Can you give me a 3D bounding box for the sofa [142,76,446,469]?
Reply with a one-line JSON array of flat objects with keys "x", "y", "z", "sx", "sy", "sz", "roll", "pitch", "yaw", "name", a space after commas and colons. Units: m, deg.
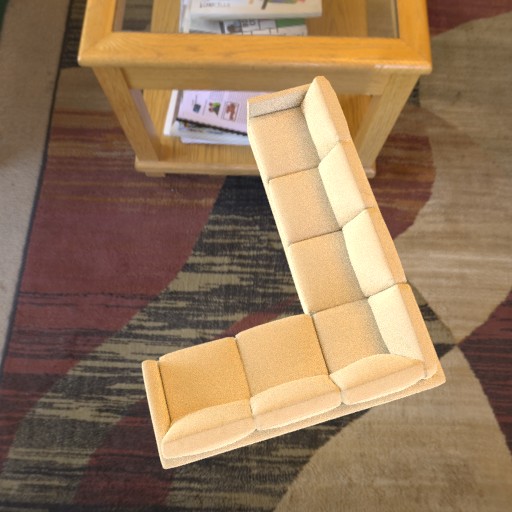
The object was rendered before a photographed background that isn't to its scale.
[{"x": 0.000, "y": 0.000, "z": 4.445, "sx": 2.593, "sy": 0.947, "sz": 3.302, "roll": -15, "pitch": 74, "yaw": -4, "name": "sofa"}]
